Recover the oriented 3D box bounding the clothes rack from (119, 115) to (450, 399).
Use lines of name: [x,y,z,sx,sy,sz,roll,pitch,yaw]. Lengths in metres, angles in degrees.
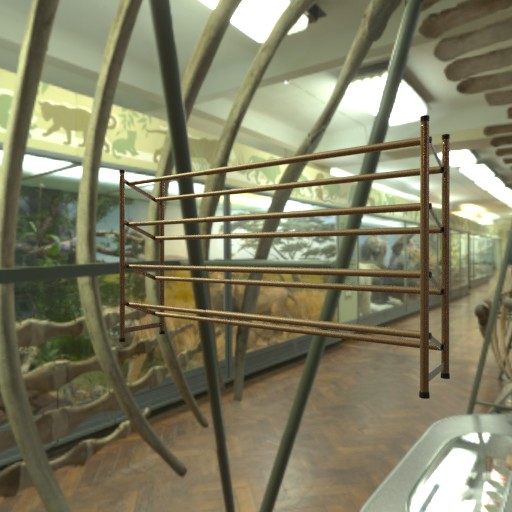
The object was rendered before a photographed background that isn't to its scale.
clothes rack: [0.000,0.000,1.477,1.168,0.672,0.229,0,0,36]
